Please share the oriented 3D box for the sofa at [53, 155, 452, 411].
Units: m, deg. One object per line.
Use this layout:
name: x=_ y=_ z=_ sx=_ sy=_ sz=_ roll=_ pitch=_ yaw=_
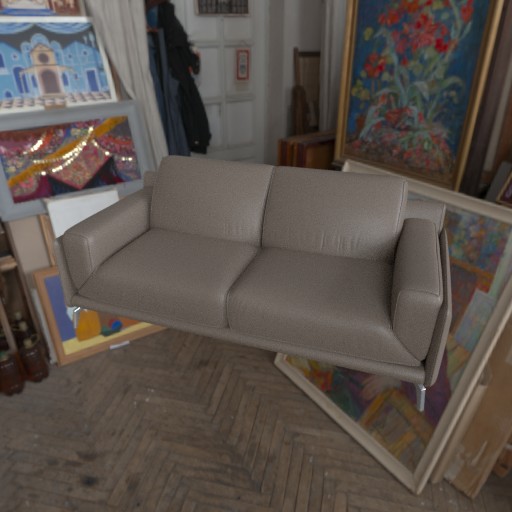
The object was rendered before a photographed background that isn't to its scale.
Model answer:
sofa: x=0.000 y=0.000 z=2.600 sx=2.101 sy=0.930 sz=1.049 roll=9 pitch=29 yaw=17
